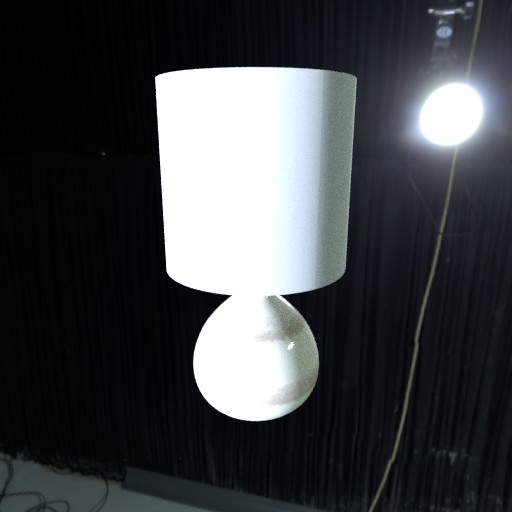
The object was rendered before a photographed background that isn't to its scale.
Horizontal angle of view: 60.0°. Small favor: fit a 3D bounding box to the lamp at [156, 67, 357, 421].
[{"bbox_3d":[0.000,0.000,0.544,0.217,0.404,0.217,3,16,10],"label":"lamp"}]
